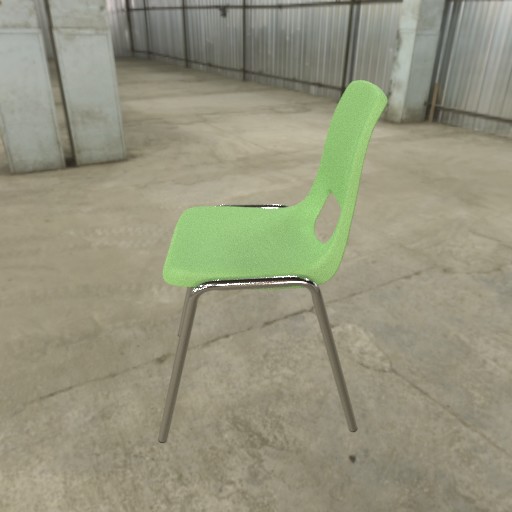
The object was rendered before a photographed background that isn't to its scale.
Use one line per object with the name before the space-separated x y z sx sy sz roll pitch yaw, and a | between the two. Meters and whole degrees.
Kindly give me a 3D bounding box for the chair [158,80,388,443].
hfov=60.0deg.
chair | 0.000 0.000 0.960 0.436 0.704 0.381 -1 28 -2
